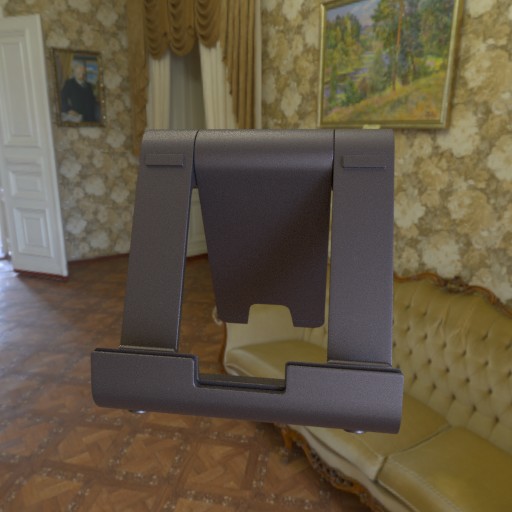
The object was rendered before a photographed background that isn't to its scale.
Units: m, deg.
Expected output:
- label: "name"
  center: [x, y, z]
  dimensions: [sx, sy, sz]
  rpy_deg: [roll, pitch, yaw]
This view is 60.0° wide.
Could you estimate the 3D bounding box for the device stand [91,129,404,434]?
- label: "device stand"
  center: [0.000, 0.000, 0.151]
  dimensions: [0.088, 0.084, 0.079]
  rpy_deg: [2, 15, 8]
